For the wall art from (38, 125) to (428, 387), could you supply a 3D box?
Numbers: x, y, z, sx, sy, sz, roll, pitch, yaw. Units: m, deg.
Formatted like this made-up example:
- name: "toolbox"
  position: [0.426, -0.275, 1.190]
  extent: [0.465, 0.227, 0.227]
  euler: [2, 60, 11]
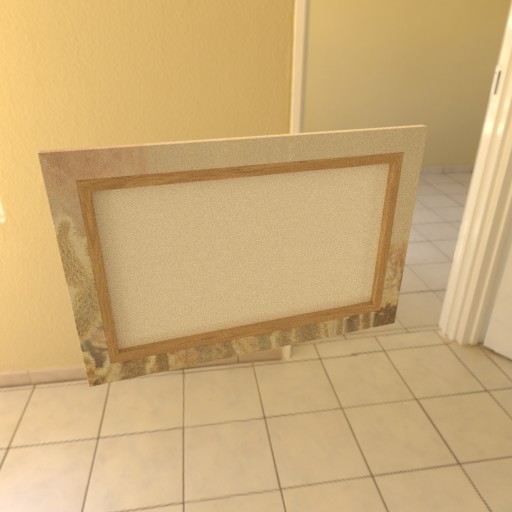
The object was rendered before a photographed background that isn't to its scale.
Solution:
- name: "wall art"
  position: [0.000, 0.000, 1.912]
  extent: [1.525, 1.012, 0.038]
  euler: [-8, 28, -16]
